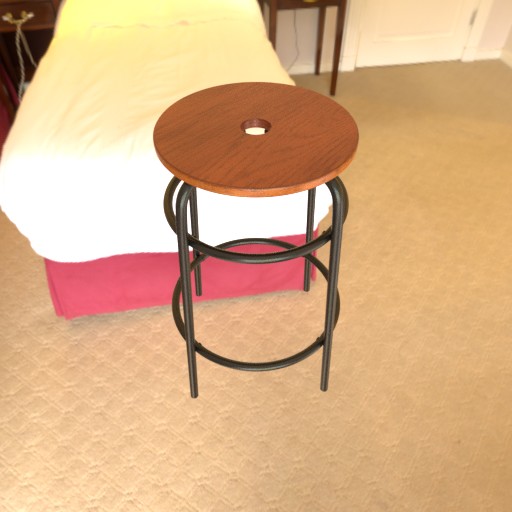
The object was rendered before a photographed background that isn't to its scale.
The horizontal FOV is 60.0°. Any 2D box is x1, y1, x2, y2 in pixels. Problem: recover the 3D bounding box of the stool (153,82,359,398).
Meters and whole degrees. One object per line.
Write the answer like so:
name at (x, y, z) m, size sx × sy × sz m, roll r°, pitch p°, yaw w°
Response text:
stool at (0.000, 0.000, 0.945) m, size 0.455 × 0.610 × 0.455 m, roll 33°, pitch 54°, yaw 28°
